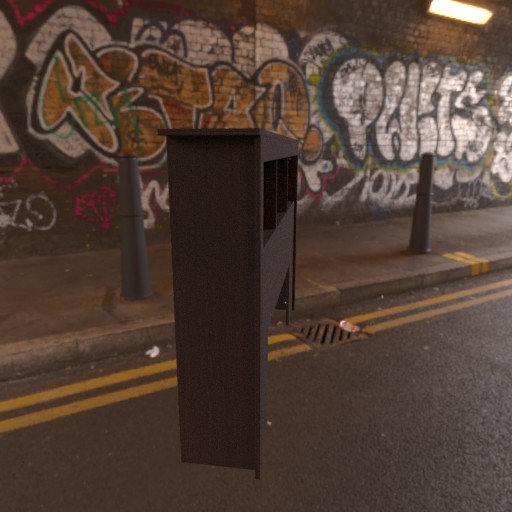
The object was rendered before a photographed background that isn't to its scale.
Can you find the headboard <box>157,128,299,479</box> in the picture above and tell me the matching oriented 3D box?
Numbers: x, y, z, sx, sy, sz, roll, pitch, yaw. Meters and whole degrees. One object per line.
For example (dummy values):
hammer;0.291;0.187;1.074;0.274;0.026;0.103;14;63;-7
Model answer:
headboard;0.000;0.000;2.103;0.279;1.092;1.671;2;14;9
